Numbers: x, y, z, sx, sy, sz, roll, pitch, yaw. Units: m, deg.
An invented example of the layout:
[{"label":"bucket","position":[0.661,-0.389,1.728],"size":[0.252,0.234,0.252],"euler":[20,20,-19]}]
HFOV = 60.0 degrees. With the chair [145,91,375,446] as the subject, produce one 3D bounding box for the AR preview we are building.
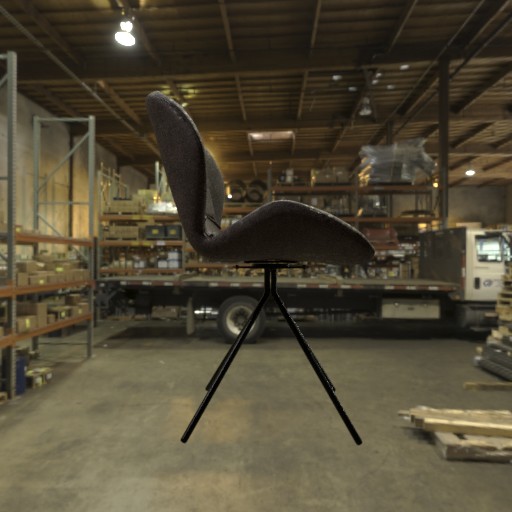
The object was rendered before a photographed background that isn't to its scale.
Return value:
[{"label":"chair","position":[0.000,0.000,1.316],"size":[0.640,0.934,0.527],"euler":[0,0,2]}]
